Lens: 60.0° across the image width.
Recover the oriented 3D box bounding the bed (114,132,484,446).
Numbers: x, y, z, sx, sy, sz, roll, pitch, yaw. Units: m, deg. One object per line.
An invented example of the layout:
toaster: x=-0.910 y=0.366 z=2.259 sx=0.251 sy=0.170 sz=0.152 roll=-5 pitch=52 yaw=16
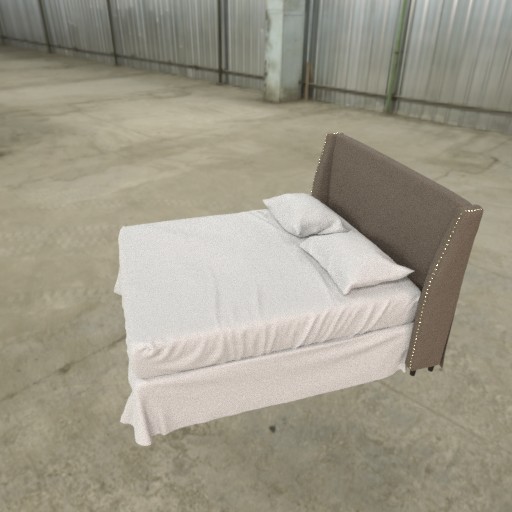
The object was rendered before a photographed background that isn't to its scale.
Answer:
bed: x=0.000 y=0.000 z=3.434 sx=2.276 sy=1.332 sz=1.925 roll=-9 pitch=31 yaw=-15
